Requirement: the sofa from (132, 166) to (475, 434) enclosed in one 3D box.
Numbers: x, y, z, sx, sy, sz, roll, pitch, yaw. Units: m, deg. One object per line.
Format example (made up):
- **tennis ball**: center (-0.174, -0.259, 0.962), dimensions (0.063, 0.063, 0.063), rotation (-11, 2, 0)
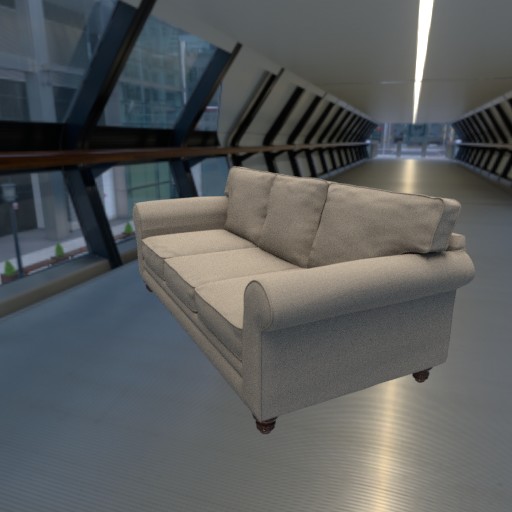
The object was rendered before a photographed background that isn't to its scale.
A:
- **sofa**: center (0.000, 0.000, 2.556), dimensions (0.998, 0.889, 2.118), rotation (-8, 17, -26)
